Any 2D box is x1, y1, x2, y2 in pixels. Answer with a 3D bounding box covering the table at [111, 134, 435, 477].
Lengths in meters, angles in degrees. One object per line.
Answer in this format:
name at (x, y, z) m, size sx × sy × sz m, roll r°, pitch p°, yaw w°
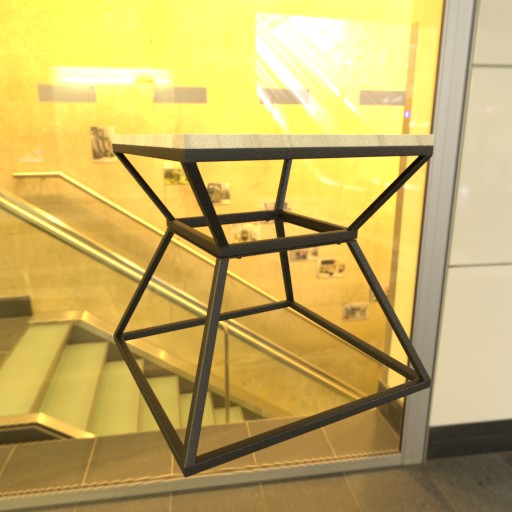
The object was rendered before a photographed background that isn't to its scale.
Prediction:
table at (0.000, 0.000, 0.815) m, size 0.455 × 0.431 × 0.455 m, roll -8°, pitch 17°, yaw -27°
